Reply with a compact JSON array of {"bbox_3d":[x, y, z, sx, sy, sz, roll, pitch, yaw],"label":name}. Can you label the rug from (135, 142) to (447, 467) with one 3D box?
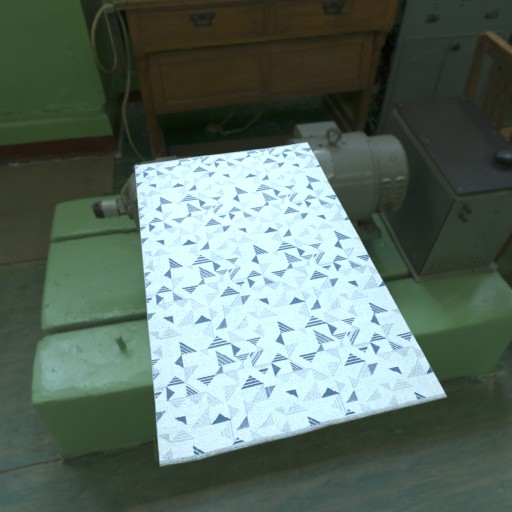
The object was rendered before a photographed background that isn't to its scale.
[{"bbox_3d":[0.000,0.000,3.025,1.512,0.009,2.457,-10,49,-9],"label":"rug"}]
